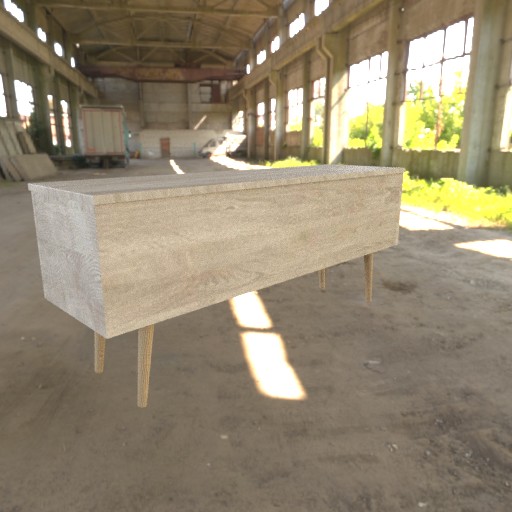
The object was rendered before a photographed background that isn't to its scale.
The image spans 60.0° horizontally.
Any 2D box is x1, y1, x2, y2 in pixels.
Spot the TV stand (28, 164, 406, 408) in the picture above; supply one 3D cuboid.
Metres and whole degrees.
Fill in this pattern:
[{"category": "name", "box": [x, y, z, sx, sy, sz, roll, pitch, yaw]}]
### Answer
[{"category": "TV stand", "box": [0.000, 0.000, 1.548, 1.313, 0.565, 0.401, -14, 20, -43]}]
